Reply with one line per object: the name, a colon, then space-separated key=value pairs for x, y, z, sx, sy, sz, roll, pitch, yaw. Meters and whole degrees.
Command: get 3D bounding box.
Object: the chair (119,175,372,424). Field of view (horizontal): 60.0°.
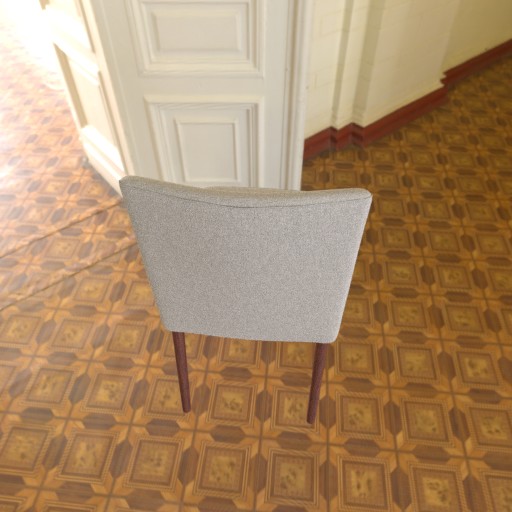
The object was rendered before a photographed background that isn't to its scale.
chair: x=0.000 y=0.000 z=1.199 sx=0.456 sy=0.859 sz=0.570 roll=4 pitch=47 yaw=4
